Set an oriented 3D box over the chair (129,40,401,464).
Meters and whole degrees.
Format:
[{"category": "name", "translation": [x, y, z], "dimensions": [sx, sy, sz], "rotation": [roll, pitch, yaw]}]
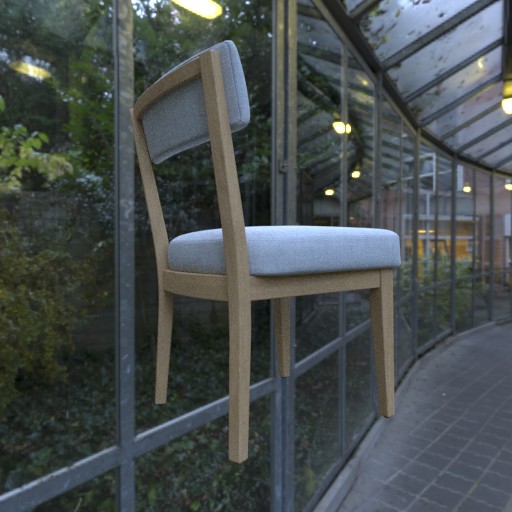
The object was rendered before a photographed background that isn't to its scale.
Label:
[{"category": "chair", "translation": [0.000, 0.000, 1.164], "dimensions": [0.572, 0.832, 0.508], "rotation": [-1, 1, -34]}]
